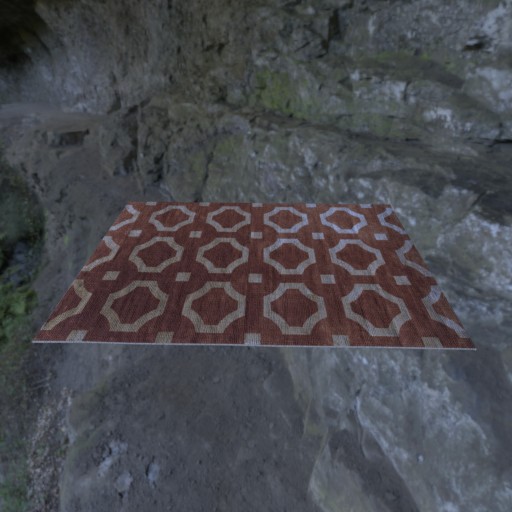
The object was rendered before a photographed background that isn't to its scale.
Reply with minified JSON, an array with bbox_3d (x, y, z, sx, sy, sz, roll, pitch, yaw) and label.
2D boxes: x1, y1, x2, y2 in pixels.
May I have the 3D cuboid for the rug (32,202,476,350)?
[{"bbox_3d":[0.000,0.000,4.100,3.049,0.021,2.466,1,30,1],"label":"rug"}]
